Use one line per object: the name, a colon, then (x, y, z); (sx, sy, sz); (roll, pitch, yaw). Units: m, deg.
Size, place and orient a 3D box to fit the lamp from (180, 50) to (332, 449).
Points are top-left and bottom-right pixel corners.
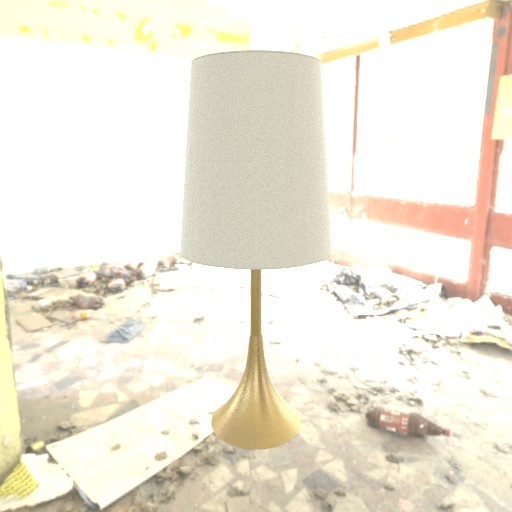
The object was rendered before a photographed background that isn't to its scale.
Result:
lamp: (0.000, 0.000, 0.681); (0.231, 0.569, 0.231); (0, 13, 0)
